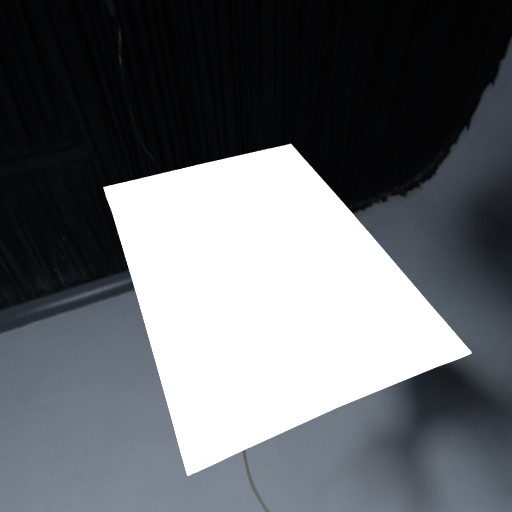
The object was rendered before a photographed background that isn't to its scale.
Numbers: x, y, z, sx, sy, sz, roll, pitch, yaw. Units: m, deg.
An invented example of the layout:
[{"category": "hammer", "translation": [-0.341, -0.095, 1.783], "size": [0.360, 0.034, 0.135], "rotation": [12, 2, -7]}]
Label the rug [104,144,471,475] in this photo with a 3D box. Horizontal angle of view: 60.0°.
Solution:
[{"category": "rug", "translation": [0.000, 0.000, 3.678], "size": [2.032, 0.038, 2.869], "rotation": [-17, 48, -15]}]
